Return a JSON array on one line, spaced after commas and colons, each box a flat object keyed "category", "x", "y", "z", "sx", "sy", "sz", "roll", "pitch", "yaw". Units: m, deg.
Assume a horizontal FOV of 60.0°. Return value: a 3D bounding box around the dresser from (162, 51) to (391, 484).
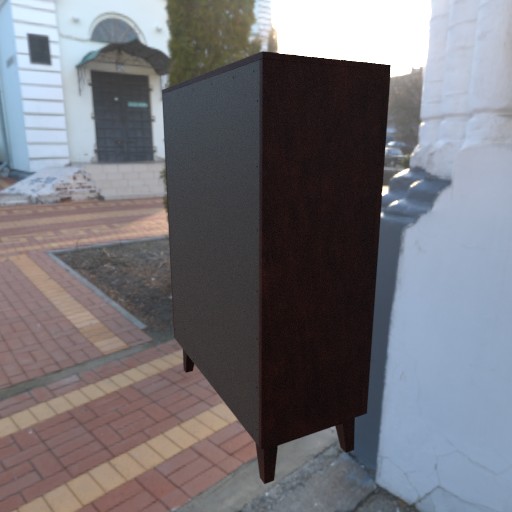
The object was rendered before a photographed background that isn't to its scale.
[{"category": "dresser", "x": 0.000, "y": 0.000, "z": 2.032, "sx": 0.506, "sy": 1.514, "sz": 1.072, "roll": -7, "pitch": 16, "yaw": -26}]
